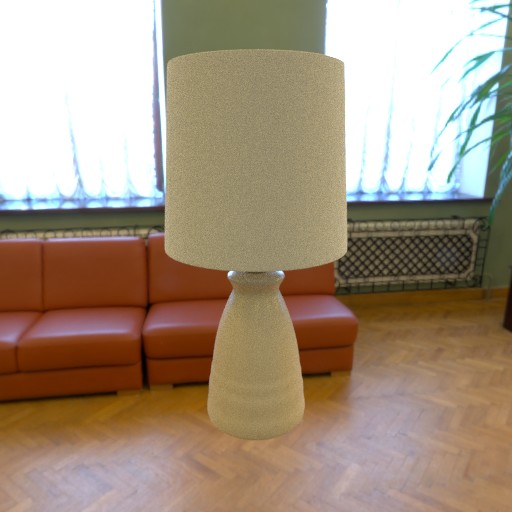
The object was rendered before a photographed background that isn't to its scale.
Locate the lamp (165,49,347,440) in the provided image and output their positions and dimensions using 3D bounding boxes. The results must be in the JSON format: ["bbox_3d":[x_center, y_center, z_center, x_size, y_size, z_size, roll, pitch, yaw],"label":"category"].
[{"bbox_3d":[0.000,0.000,0.464,0.186,0.369,0.186,0,15,0],"label":"lamp"}]
